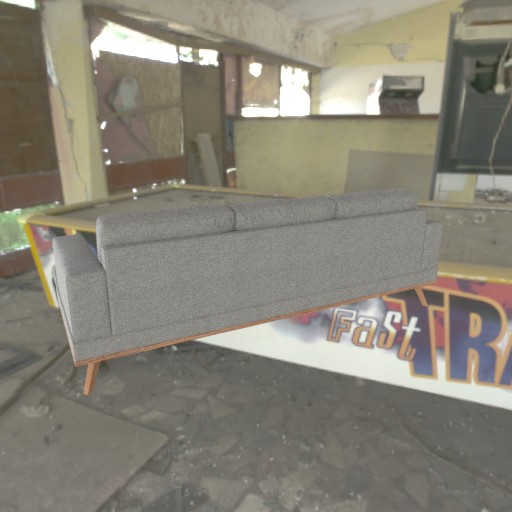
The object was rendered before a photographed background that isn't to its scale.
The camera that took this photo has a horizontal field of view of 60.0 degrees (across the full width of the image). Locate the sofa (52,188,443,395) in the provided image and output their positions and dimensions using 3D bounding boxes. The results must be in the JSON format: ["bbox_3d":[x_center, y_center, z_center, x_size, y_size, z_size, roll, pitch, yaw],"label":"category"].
[{"bbox_3d":[0.000,0.000,2.802,2.310,0.810,0.920,-9,19,-27],"label":"sofa"}]
